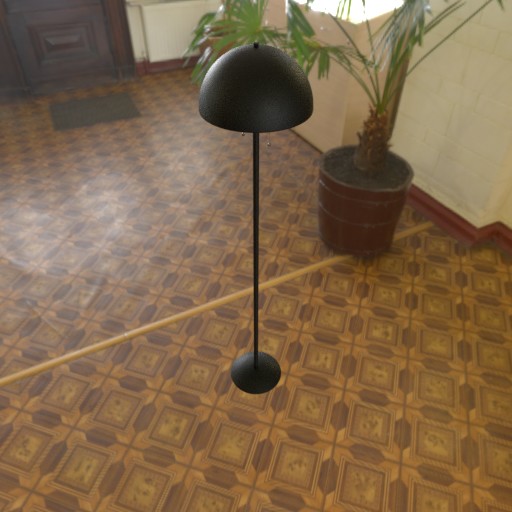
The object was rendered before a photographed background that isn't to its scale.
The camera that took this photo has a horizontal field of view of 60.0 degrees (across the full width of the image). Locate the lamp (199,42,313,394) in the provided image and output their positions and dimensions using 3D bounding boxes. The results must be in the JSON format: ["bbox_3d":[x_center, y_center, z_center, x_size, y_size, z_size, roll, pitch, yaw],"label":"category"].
[{"bbox_3d":[0.000,0.000,1.645,0.328,1.480,0.328,11,42,13],"label":"lamp"}]
